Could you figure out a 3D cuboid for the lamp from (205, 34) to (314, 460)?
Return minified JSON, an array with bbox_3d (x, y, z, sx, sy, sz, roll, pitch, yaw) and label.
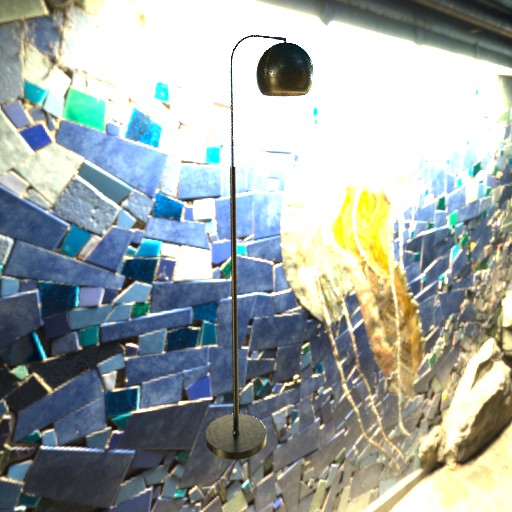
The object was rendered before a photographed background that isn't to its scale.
[{"bbox_3d":[0.000,0.000,1.662,0.431,1.526,0.250,-7,16,-25],"label":"lamp"}]
